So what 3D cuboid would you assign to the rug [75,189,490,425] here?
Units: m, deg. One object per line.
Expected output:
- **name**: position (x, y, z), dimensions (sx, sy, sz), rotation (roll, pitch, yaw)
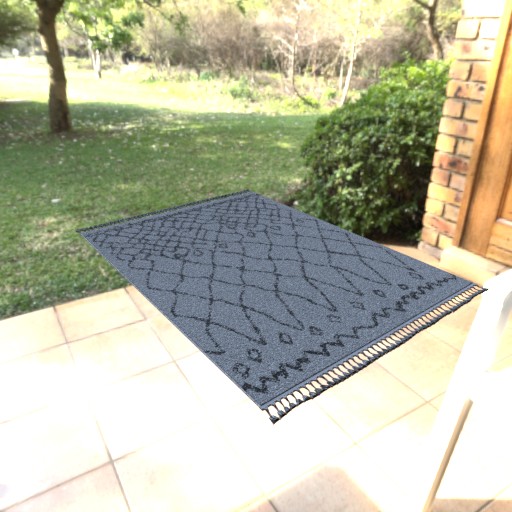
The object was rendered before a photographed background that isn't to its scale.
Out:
- **rug**: position (0.000, 0.000, 2.917), dimensions (1.613, 0.017, 2.312), rotation (-19, 32, -33)
